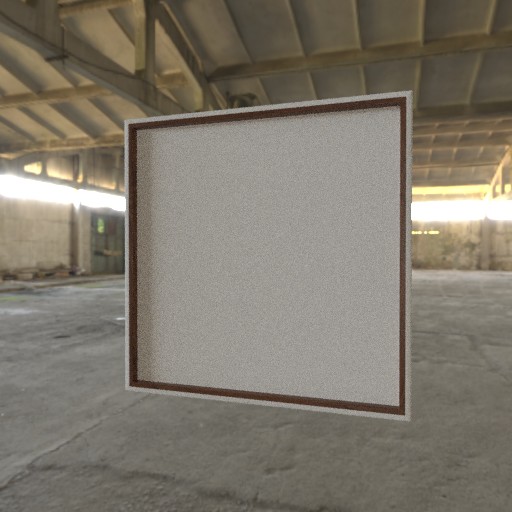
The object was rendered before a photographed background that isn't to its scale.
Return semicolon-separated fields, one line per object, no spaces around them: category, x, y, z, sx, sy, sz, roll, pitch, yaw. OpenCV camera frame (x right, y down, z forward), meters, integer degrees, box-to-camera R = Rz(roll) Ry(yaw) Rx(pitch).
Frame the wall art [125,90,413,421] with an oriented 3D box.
wall art;0.000;0.000;1.142;0.757;0.757;0.037;0;1;18
